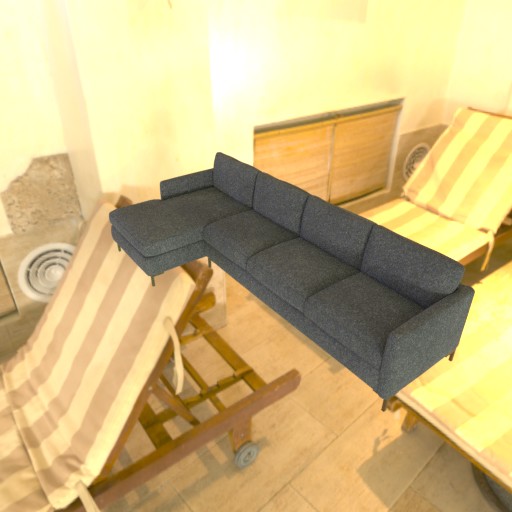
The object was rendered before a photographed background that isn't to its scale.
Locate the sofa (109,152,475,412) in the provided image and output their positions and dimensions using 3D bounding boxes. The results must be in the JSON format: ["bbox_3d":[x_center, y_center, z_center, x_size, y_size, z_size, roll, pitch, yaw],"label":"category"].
[{"bbox_3d":[0.000,0.000,3.545,1.350,0.810,2.932,-22,37,-31],"label":"sofa"}]
